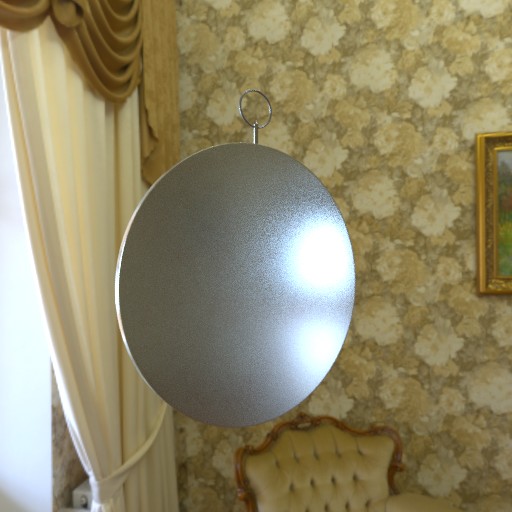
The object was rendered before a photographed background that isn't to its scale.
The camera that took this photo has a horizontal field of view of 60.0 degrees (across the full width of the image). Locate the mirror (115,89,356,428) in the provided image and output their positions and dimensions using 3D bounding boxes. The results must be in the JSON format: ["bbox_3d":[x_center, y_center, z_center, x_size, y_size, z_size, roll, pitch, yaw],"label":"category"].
[{"bbox_3d":[0.000,0.000,0.946,0.594,0.713,0.020,0,-1,-35],"label":"mirror"}]
